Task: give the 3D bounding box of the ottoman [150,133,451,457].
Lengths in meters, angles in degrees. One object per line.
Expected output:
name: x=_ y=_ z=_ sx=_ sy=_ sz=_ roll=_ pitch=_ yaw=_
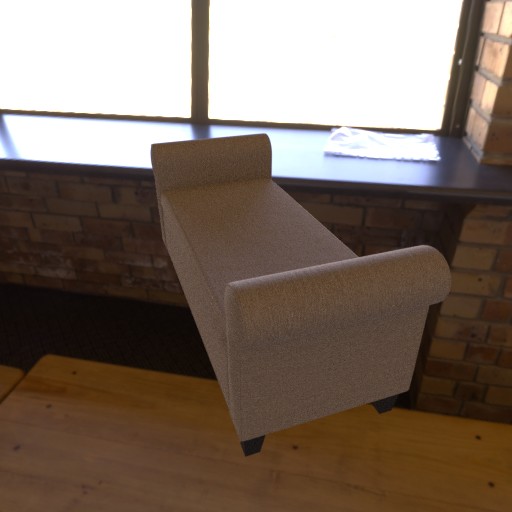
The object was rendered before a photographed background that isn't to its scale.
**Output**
ottoman: x=0.000 y=0.000 z=1.560 sx=0.521 sy=0.547 sz=1.256 roll=-10 pitch=31 yaw=-17
